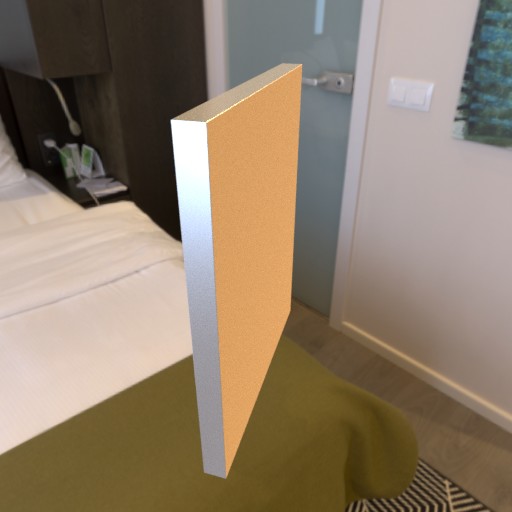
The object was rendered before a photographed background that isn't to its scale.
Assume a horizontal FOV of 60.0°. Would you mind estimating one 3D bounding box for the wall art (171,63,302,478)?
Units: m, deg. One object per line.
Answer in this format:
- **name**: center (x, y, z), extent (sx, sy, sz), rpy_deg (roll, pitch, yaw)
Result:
- **wall art**: center (0.000, 0.000, 0.749), extent (0.038, 0.549, 0.452), rpy_deg (9, 31, 14)
